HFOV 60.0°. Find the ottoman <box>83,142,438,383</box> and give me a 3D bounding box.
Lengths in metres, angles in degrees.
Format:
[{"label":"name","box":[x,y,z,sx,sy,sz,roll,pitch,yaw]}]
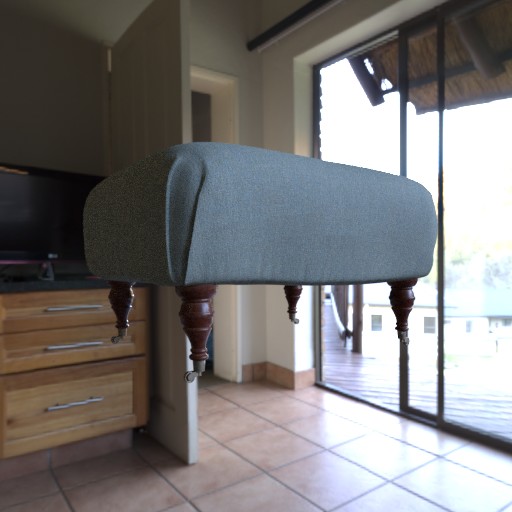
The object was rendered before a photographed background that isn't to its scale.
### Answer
[{"label":"ottoman","box":[0.000,0.000,1.135,0.747,0.450,0.622,0,0,-34]}]
